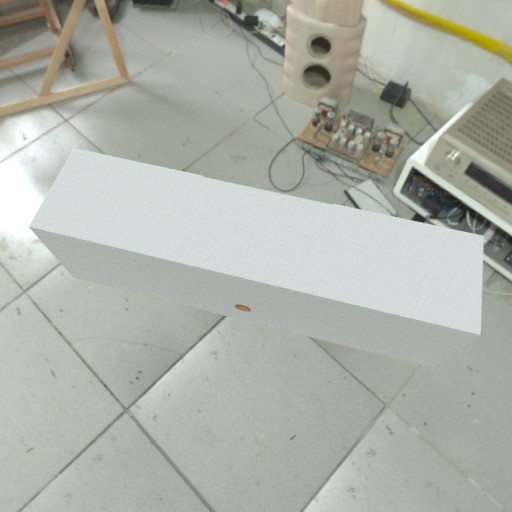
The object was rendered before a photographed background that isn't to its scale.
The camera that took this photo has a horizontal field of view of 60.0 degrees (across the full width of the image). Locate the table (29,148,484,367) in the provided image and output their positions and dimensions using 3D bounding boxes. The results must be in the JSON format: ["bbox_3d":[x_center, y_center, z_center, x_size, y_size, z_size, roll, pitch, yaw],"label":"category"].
[{"bbox_3d":[0.000,0.000,1.752,1.550,0.440,0.400,13,63,7],"label":"table"}]
